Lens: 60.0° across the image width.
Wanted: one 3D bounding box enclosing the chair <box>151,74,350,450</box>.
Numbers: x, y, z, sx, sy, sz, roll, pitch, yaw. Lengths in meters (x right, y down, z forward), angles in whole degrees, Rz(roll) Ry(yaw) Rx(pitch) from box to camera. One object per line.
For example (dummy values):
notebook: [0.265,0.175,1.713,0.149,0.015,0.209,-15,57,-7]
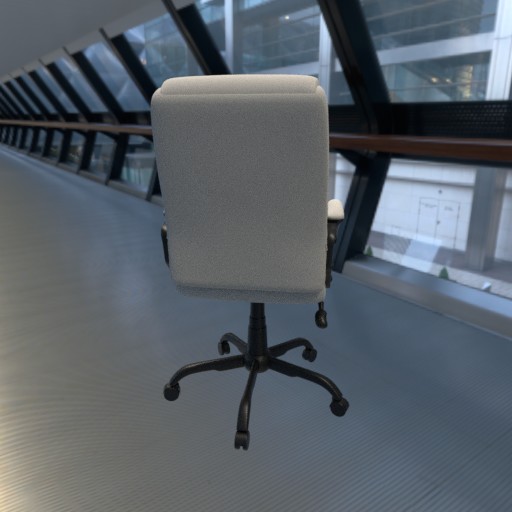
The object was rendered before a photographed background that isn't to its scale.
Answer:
chair: [0.000,0.000,1.475,0.663,1.065,0.669,2,16,8]
